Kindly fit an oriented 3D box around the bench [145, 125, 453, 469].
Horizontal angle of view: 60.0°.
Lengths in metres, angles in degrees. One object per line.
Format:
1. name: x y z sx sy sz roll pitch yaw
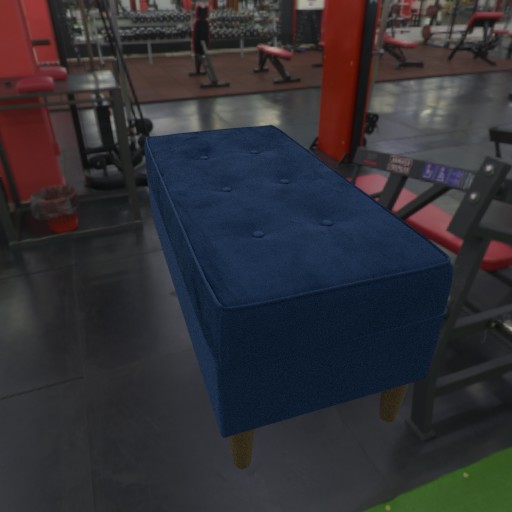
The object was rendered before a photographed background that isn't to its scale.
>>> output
1. bench: 0.000 0.000 1.287 0.489 0.467 1.010 -10 33 -16
